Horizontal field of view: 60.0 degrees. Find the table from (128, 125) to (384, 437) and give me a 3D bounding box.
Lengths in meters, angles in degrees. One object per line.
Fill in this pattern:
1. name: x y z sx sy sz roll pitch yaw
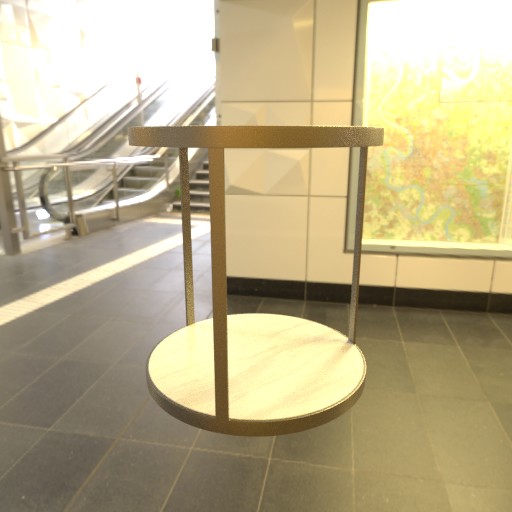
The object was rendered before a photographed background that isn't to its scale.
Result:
1. table: 0.000 0.000 0.861 0.445 0.479 0.445 0 15 0
